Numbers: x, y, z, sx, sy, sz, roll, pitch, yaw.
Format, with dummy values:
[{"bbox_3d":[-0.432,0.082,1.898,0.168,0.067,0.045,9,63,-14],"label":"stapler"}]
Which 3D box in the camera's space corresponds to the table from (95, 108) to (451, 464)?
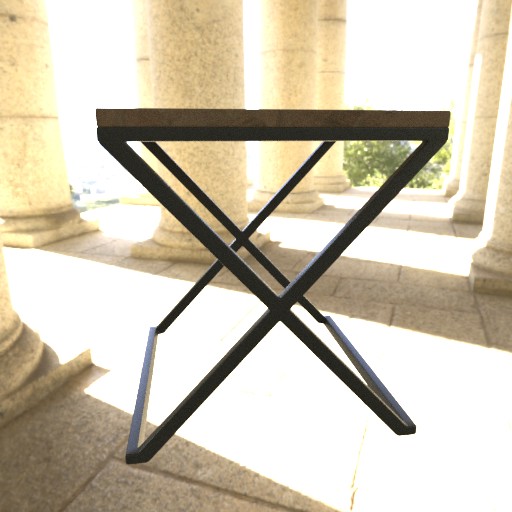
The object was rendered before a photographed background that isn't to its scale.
[{"bbox_3d":[0.000,0.000,0.911,0.498,0.550,0.499,-2,16,-8],"label":"table"}]
